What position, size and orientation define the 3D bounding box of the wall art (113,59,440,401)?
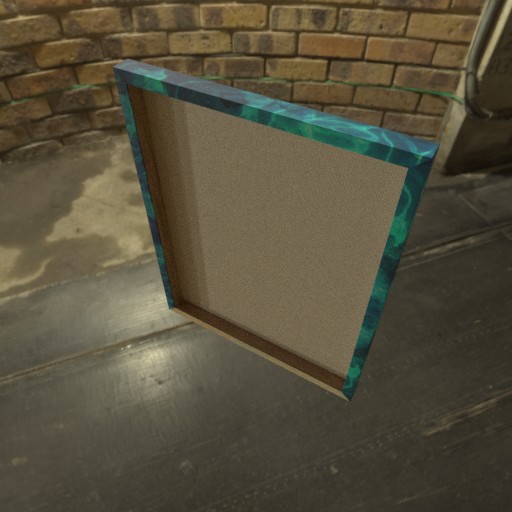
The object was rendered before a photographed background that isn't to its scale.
[{"bbox_3d":[0.000,0.000,0.856,0.508,0.635,0.038,23,50,20],"label":"wall art"}]
